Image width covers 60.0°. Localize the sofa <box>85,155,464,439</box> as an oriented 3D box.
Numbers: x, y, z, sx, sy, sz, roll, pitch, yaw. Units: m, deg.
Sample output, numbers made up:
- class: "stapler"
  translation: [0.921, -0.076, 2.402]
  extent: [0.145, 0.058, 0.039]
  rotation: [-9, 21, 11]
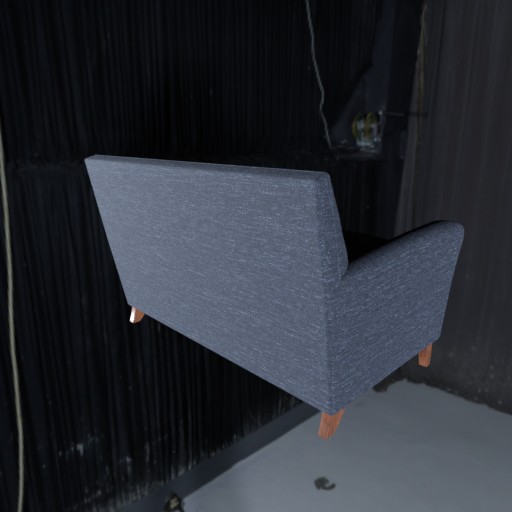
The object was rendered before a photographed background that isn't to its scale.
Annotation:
- class: "sofa"
  translation: [0.000, 0.000, 1.941]
  extent: [0.875, 0.846, 1.420]
  rotation: [-14, 21, -42]
